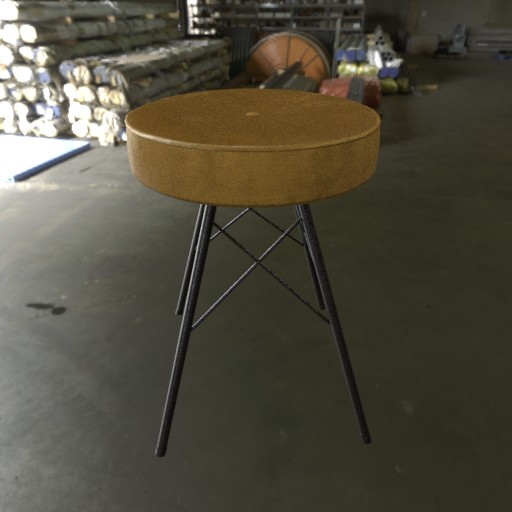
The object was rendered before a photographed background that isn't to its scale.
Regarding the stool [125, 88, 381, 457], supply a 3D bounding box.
[{"bbox_3d":[0.000,0.000,0.896,0.438,0.595,0.472,-1,29,-2],"label":"stool"}]
